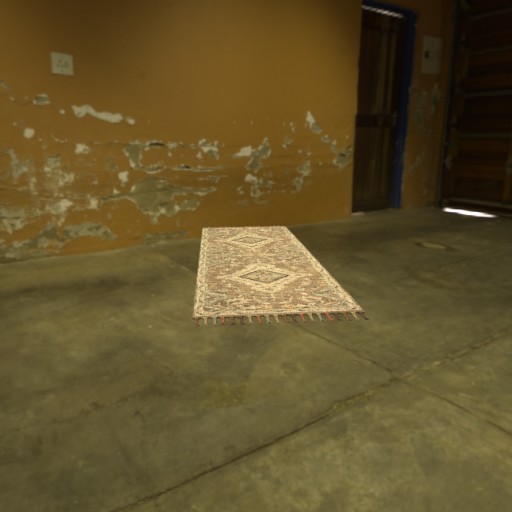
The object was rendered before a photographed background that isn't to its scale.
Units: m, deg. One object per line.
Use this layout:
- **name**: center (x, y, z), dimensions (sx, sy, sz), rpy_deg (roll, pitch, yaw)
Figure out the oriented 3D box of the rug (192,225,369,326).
- **rug**: center (0.000, 0.000, 2.903), dimensions (1.324, 0.018, 2.378), rpy_deg (3, 14, 10)
